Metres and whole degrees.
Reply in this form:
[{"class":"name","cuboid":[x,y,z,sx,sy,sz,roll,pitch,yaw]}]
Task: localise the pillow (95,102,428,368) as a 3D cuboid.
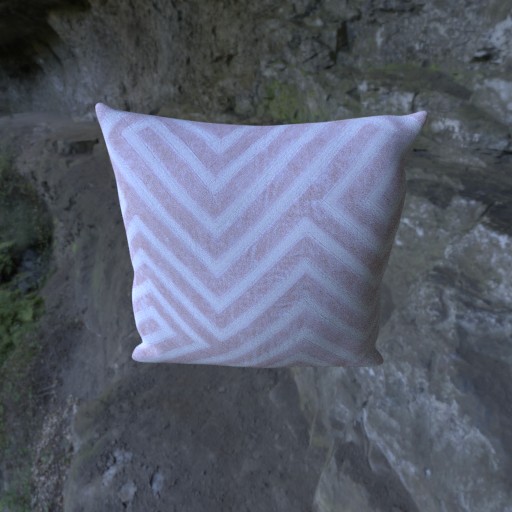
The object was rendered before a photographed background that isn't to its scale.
[{"class":"pillow","cuboid":[0.000,0.000,0.669,0.440,0.441,0.182,1,29,2]}]
